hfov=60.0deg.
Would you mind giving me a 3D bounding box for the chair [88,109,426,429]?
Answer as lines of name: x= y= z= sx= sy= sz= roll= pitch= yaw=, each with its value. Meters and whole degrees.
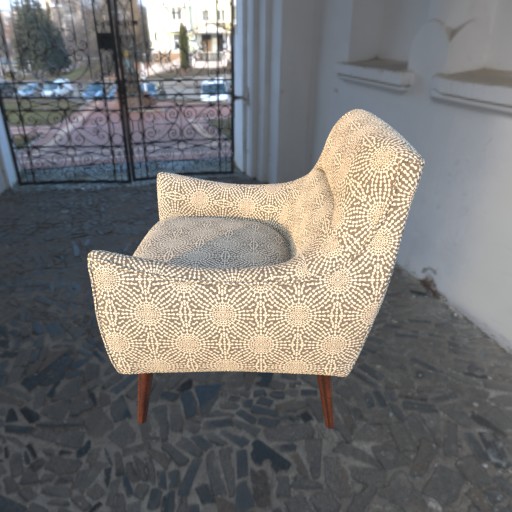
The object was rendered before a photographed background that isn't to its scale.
chair: x=0.000 y=0.000 z=1.407 sx=0.787 sy=0.838 sz=0.762 roll=1 pitch=27 yaw=2
